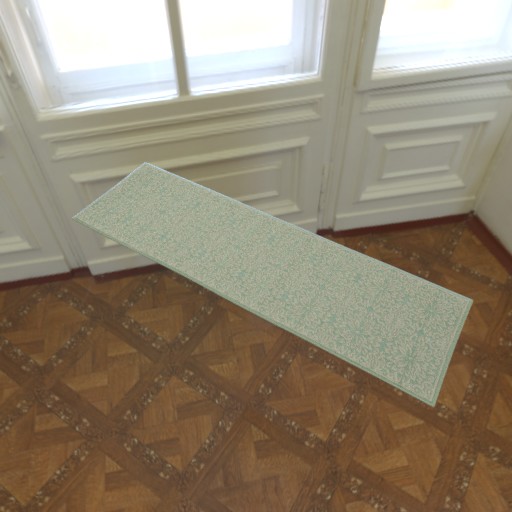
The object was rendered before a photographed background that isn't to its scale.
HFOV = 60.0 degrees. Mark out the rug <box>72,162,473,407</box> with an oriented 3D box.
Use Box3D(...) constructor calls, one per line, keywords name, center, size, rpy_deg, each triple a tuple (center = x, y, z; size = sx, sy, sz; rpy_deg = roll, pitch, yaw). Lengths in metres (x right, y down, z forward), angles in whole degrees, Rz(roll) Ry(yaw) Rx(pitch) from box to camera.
Box3D(name="rug", center=(0.000, 0.000, 2.455), size=(2.196, 0.011, 0.662), rpy_deg=(25, 53, 21))
